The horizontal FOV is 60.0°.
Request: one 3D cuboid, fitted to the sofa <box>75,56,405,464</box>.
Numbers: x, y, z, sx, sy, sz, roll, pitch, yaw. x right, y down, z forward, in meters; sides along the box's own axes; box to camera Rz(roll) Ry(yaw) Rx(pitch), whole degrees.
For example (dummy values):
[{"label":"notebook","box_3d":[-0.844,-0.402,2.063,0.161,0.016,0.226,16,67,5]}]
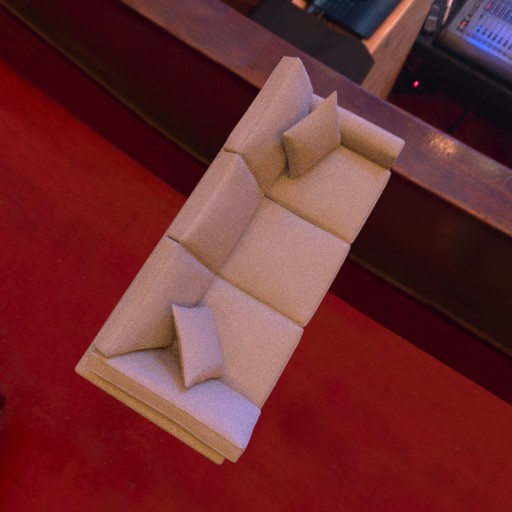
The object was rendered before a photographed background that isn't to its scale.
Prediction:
[{"label":"sofa","box_3d":[0.000,0.000,2.930,1.061,0.962,2.317,30,79,7]}]
